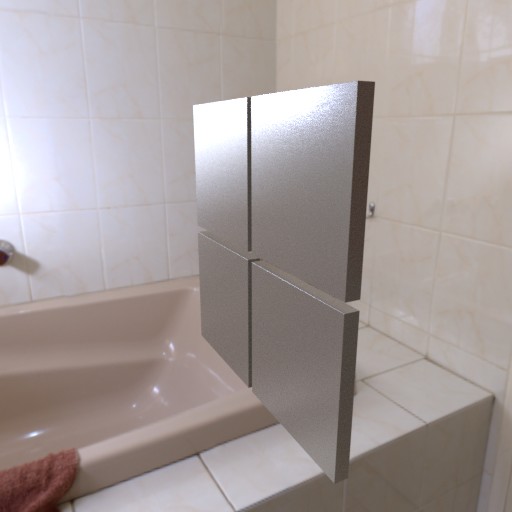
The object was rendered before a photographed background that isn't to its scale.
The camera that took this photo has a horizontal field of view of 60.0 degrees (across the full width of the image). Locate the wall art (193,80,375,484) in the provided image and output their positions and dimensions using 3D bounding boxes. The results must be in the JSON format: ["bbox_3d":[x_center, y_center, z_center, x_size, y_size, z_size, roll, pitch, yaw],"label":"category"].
[{"bbox_3d":[0.000,0.000,0.903,0.029,0.611,0.611,-8,18,-26],"label":"wall art"}]
